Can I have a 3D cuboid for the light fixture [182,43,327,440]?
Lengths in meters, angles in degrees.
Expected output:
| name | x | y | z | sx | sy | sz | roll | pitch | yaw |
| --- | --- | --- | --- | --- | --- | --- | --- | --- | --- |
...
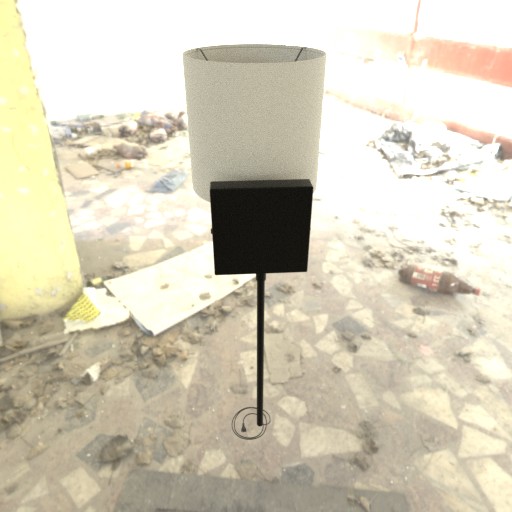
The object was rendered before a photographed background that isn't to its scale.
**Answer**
| name | x | y | z | sx | sy | sz | roll | pitch | yaw |
| --- | --- | --- | --- | --- | --- | --- | --- | --- | --- |
| light fixture | 0.000 | 0.000 | 0.709 | 0.188 | 0.589 | 0.248 | -2 | 32 | -3 |
